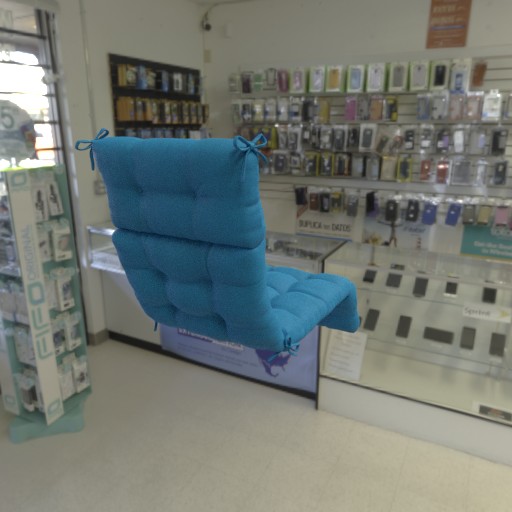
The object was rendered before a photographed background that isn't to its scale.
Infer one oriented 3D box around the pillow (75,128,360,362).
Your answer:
[{"bbox_3d":[0.000,0.000,1.549,0.526,0.863,1.016,9,19,29],"label":"pillow"}]
